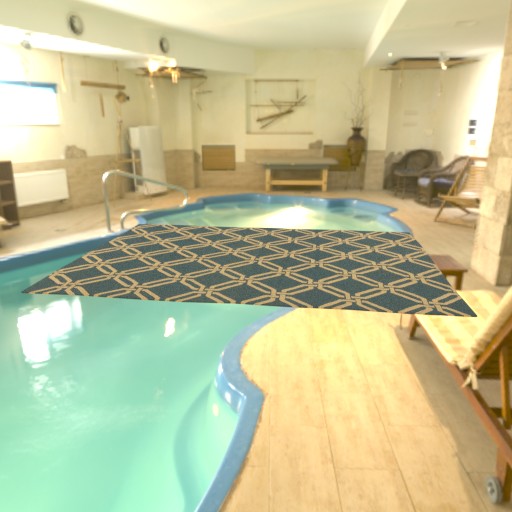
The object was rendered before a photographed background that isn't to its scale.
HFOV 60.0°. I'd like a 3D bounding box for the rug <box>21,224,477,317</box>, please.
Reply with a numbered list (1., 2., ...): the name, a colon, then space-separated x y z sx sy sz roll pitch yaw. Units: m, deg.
1. rug: 0.000 0.000 2.741 2.135 0.013 1.524 2 17 7
